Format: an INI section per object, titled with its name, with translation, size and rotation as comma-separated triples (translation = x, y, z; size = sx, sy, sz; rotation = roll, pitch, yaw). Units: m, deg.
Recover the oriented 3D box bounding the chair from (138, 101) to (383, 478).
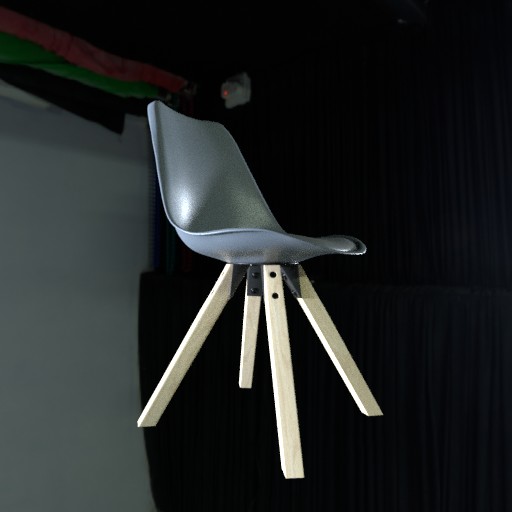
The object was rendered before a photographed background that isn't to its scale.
[chair]
translation = 0.000, 0.000, 1.163
size = 0.550, 0.850, 0.485
rotation = 0, 0, 36
